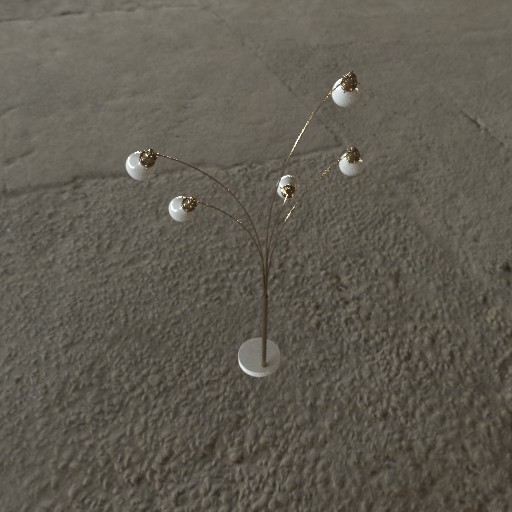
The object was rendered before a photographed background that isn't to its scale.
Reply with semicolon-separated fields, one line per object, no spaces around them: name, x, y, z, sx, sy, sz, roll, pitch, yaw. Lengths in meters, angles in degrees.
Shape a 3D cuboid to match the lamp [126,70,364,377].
lamp;0.000;0.000;2.993;1.405;2.423;0.361;-11;44;-12
